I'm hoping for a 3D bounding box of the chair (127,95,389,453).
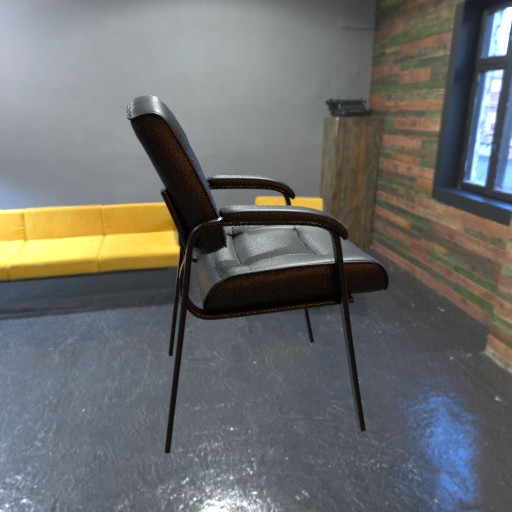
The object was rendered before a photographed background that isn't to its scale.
[{"bbox_3d":[0.000,0.000,1.338,0.668,0.910,0.591,-3,18,-9],"label":"chair"}]
